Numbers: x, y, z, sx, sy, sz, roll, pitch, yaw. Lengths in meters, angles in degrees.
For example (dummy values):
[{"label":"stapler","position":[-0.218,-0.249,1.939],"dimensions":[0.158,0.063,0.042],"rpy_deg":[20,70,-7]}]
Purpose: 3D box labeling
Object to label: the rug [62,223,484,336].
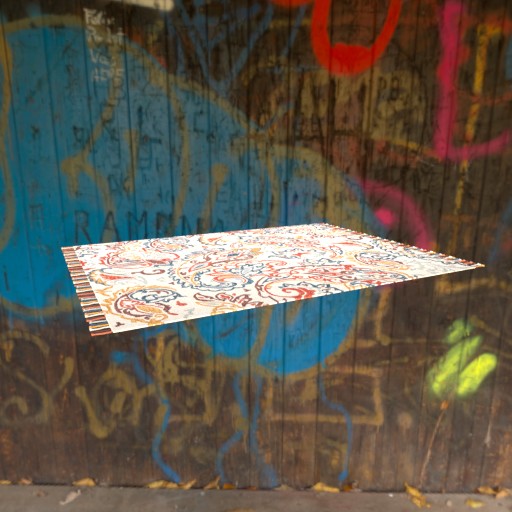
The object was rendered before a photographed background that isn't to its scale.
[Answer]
[{"label":"rug","position":[0.000,0.000,4.236],"dimensions":[3.274,0.015,2.439],"rpy_deg":[-7,16,-26]}]
